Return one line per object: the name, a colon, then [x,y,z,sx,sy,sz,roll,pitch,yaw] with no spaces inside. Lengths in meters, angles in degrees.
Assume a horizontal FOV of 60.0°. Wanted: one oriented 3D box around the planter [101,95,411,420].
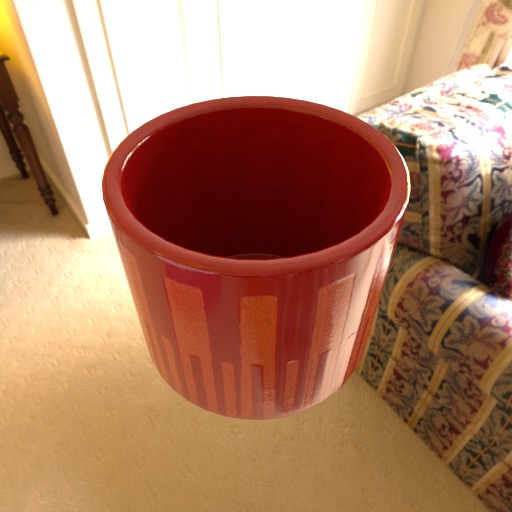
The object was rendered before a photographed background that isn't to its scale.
planter: [0.000,0.000,0.406,0.230,0.202,0.230,0,45,0]
